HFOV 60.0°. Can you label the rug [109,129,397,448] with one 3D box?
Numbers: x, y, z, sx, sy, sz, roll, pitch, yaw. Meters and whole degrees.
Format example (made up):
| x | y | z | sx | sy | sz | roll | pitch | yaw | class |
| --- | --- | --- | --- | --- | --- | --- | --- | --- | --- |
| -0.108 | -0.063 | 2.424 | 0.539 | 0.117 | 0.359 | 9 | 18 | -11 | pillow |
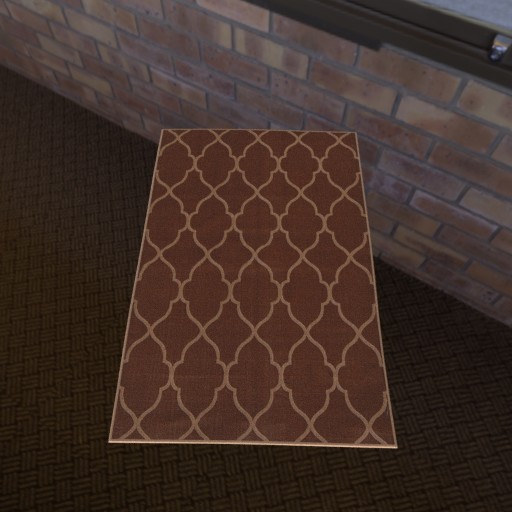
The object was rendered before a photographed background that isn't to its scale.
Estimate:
| x | y | z | sx | sy | sz | roll | pitch | yaw | class |
| --- | --- | --- | --- | --- | --- | --- | --- | --- | --- |
| 0.000 | 0.000 | 2.893 | 1.526 | 0.014 | 2.290 | 1 | 60 | 1 | rug |
